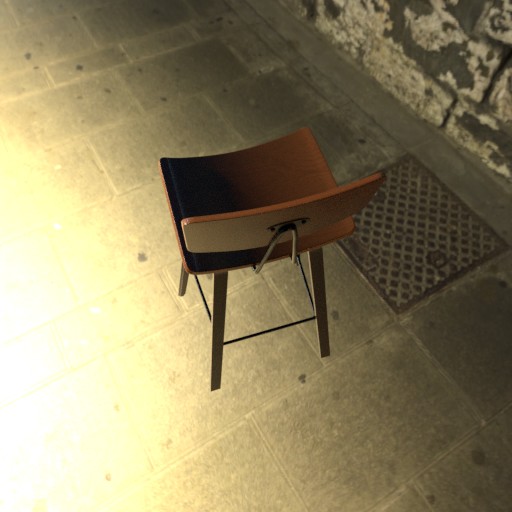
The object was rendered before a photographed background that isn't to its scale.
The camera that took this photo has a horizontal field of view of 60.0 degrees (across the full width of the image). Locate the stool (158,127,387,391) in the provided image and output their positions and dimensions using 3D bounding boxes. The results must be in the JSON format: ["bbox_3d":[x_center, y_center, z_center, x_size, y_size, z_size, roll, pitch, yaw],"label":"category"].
[{"bbox_3d":[0.000,0.000,1.257,0.509,0.969,0.440,-14,59,-9],"label":"stool"}]
